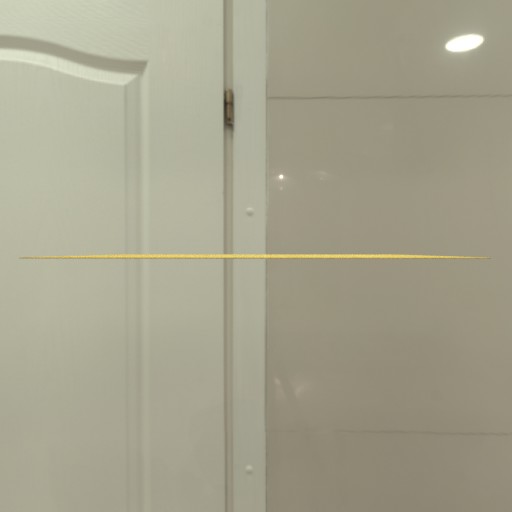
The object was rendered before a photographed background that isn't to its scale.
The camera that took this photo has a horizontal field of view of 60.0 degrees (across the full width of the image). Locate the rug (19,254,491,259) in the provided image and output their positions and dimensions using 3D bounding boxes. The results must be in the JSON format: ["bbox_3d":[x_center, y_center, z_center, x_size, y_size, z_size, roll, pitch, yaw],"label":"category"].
[{"bbox_3d":[0.000,0.000,3.708,2.895,0.006,1.981,0,1,1],"label":"rug"}]
